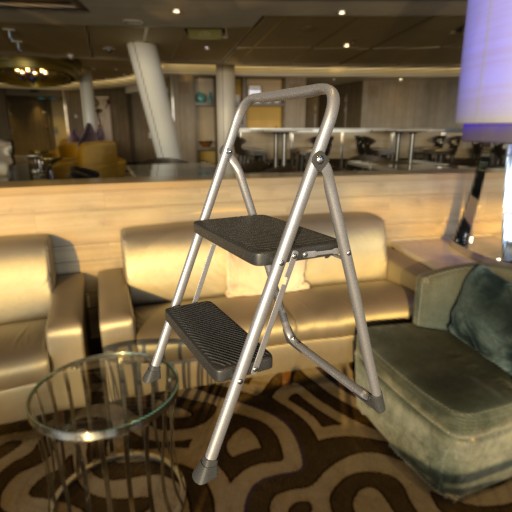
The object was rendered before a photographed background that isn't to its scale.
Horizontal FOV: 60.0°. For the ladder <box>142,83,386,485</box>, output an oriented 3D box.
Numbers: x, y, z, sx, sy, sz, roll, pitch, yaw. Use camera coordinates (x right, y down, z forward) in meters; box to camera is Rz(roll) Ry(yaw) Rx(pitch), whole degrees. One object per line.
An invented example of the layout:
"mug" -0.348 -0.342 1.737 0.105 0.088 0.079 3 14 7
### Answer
"ladder" 0.000 0.000 1.011 0.472 0.720 0.430 -8 18 -27
